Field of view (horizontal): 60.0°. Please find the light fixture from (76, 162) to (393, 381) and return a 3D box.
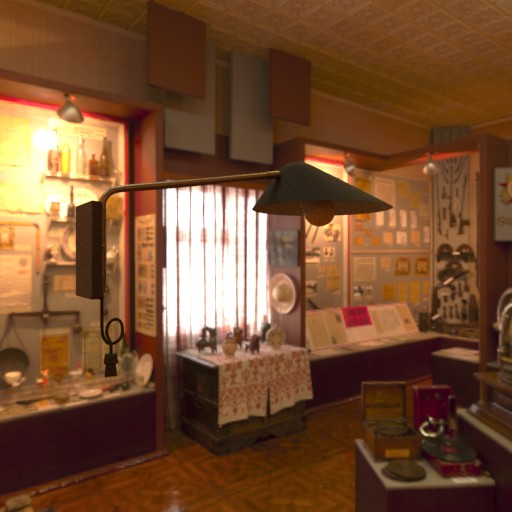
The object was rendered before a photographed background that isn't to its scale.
[{"bbox_3d":[0.000,0.000,0.688,0.516,0.312,0.240,0,0,-36],"label":"light fixture"}]
